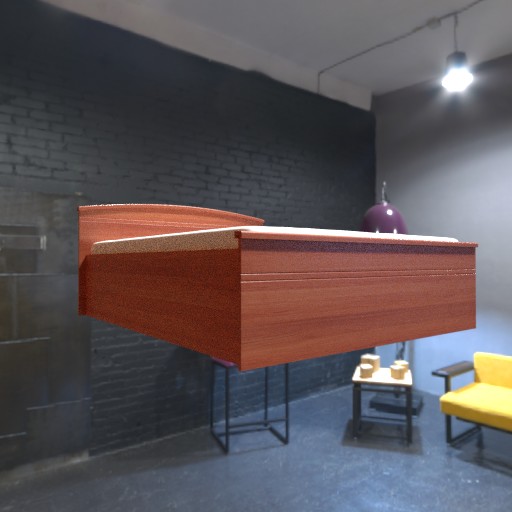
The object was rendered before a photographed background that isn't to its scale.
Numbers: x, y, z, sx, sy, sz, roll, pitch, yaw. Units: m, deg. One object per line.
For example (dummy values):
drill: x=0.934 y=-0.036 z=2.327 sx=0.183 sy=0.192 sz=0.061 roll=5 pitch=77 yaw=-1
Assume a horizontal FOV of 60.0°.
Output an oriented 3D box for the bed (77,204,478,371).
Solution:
bed: x=0.000 y=0.000 z=2.885 sx=1.683 sy=0.848 sz=2.053 roll=1 pitch=-1 yaw=-37
